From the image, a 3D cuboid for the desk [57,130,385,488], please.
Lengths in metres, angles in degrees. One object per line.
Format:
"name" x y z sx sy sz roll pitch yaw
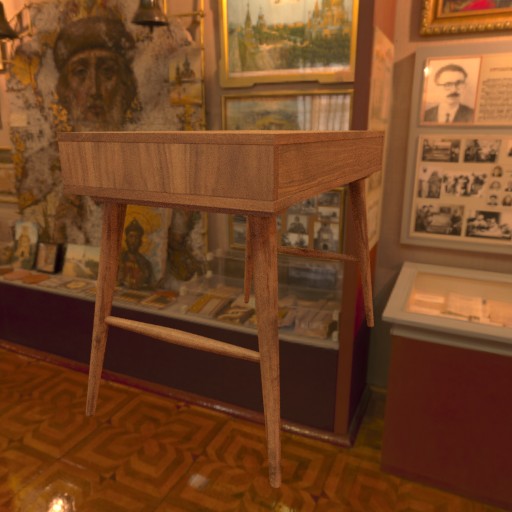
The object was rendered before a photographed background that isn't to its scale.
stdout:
"desk" 0.000 0.000 1.400 0.588 0.758 0.949 8 18 26
